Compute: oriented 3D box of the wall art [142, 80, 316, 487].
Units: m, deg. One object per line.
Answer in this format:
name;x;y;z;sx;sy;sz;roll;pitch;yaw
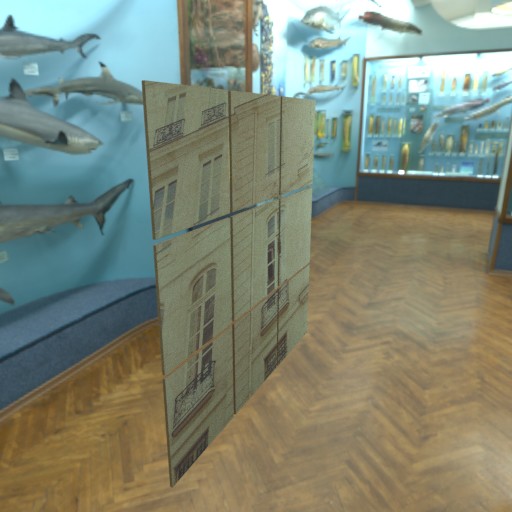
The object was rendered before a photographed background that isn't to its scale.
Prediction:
wall art;0.000;0.000;2.209;0.023;1.522;1.526;8;19;26
